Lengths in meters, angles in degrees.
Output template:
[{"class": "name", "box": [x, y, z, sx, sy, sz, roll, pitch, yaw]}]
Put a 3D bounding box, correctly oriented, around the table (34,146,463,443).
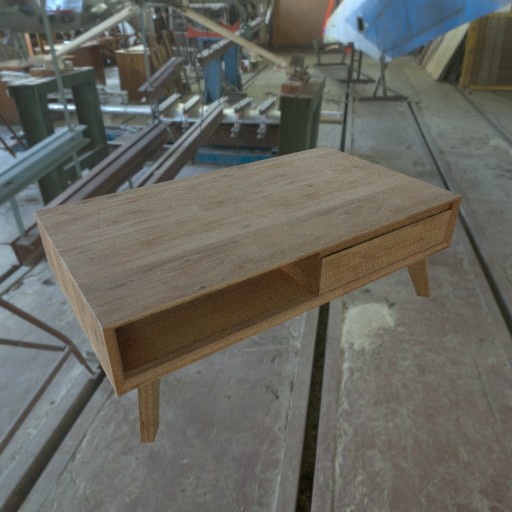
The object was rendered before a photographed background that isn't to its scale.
[{"class": "table", "box": [0.000, 0.000, 2.046, 1.619, 0.531, 0.918, -19, 36, -29]}]
